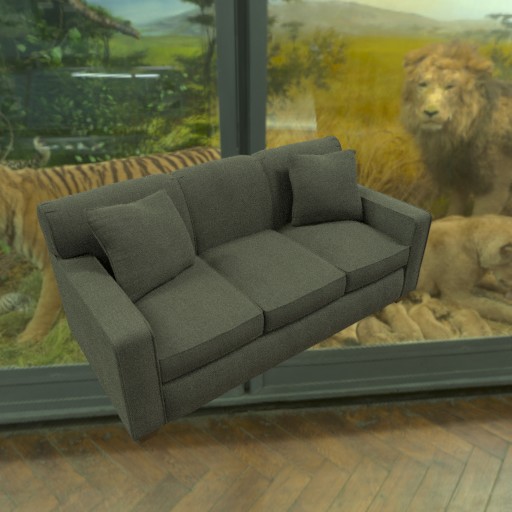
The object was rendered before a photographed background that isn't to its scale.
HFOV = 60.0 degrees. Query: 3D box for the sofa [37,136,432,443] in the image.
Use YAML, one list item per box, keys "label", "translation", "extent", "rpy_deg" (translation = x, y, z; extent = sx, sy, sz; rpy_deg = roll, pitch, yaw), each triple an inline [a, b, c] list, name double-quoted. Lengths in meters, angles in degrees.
- label: "sofa"
  translation: [0.000, 0.000, 2.582]
  extent: [2.024, 0.958, 0.997]
  rpy_deg: [-20, 36, -31]
